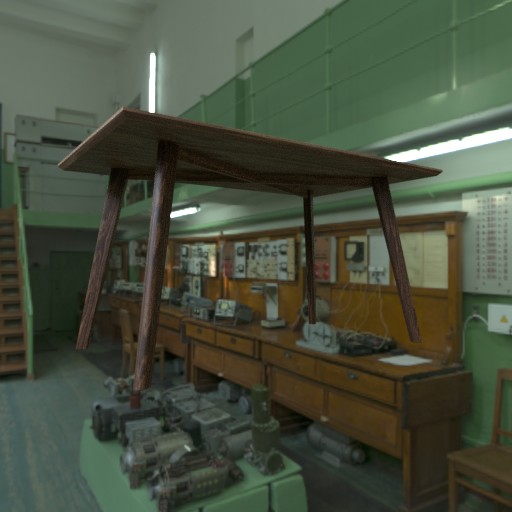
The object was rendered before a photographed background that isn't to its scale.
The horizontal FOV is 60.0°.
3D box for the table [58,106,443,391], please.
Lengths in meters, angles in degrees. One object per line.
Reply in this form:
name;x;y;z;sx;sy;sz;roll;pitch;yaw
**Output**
table;0.000;0.000;1.800;1.349;0.724;0.801;0;-1;-35
